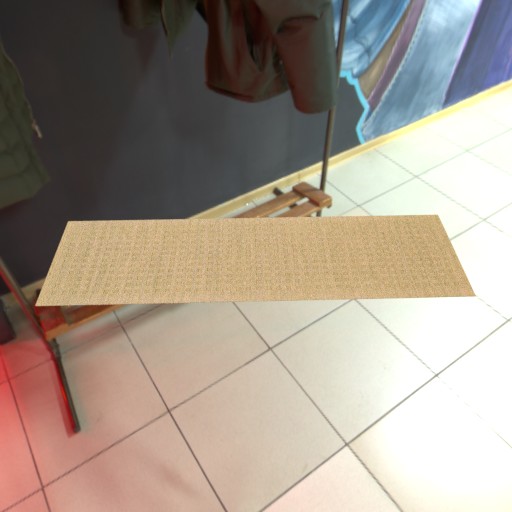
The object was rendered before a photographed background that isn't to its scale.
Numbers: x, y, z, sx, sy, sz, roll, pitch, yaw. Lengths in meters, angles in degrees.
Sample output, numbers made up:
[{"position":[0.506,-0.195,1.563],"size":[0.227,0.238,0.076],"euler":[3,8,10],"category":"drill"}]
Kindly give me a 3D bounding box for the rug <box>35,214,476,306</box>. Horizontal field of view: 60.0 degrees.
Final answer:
[{"position":[0.000,0.000,2.687],"size":[2.437,0.006,0.686],"euler":[-1,47,-1],"category":"rug"}]
